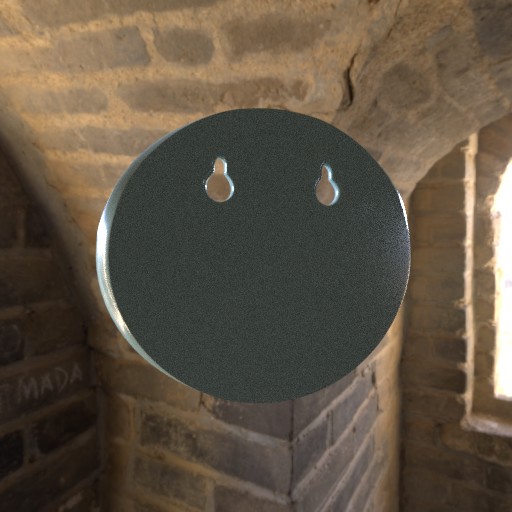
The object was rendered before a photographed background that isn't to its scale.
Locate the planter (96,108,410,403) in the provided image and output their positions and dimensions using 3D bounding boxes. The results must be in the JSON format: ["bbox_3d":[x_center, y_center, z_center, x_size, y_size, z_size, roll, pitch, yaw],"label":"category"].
[{"bbox_3d":[0.000,0.000,0.279,0.189,0.164,0.073,0,1,-18],"label":"planter"}]
